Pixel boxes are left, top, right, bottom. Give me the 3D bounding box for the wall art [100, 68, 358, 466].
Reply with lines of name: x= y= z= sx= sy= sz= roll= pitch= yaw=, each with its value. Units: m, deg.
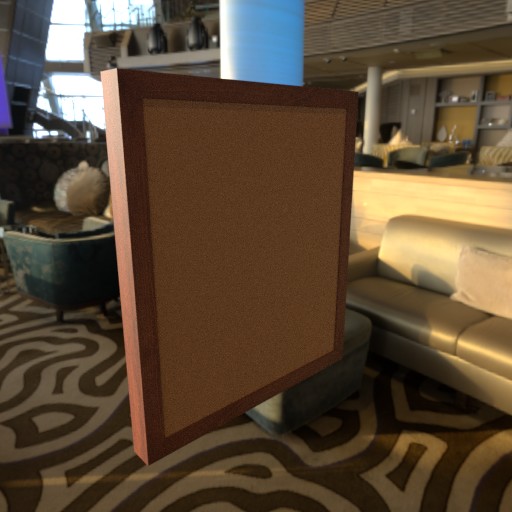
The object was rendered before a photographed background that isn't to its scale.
wall art: x=0.000 y=0.000 z=0.524 sx=0.330 sy=0.381 sz=0.030 roll=-14 pitch=21 yaw=-41
